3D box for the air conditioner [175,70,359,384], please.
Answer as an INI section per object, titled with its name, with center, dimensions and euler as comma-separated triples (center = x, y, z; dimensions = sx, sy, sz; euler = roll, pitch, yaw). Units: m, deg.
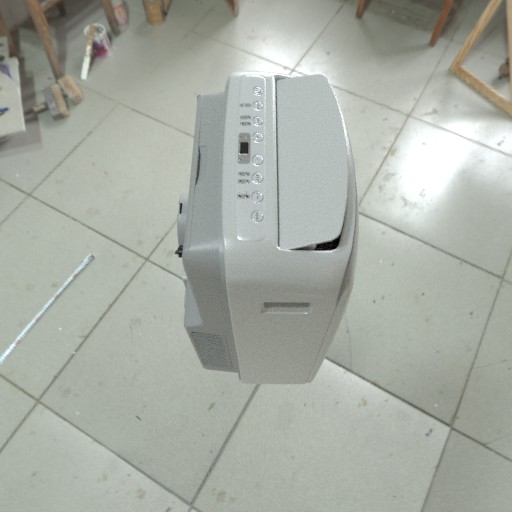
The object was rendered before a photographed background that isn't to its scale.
[air conditioner]
center = 0.000, 0.000, 1.056
dimensions = 0.414, 0.786, 0.449
euler = 0, 63, 0
